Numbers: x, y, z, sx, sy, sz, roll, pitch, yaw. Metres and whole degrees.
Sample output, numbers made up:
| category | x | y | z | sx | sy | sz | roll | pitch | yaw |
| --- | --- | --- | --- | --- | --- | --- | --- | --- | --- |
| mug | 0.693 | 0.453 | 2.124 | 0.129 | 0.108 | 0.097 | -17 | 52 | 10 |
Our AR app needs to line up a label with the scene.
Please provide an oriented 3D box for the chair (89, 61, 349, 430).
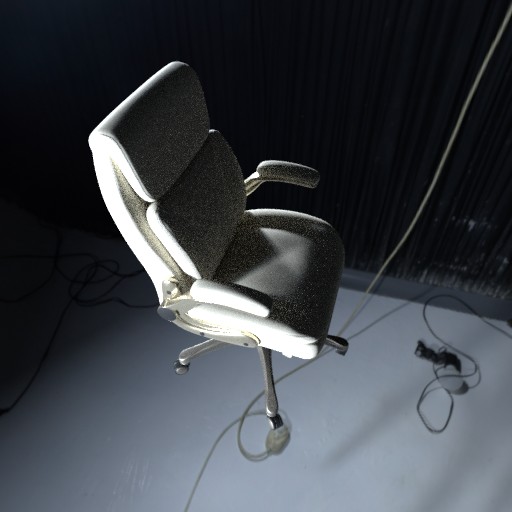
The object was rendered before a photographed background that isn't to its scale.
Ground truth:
| category | x | y | z | sx | sy | sz | roll | pitch | yaw |
| --- | --- | --- | --- | --- | --- | --- | --- | --- | --- |
| chair | 0.000 | 0.000 | 1.577 | 0.794 | 1.110 | 0.740 | 10 | 46 | 10 |
